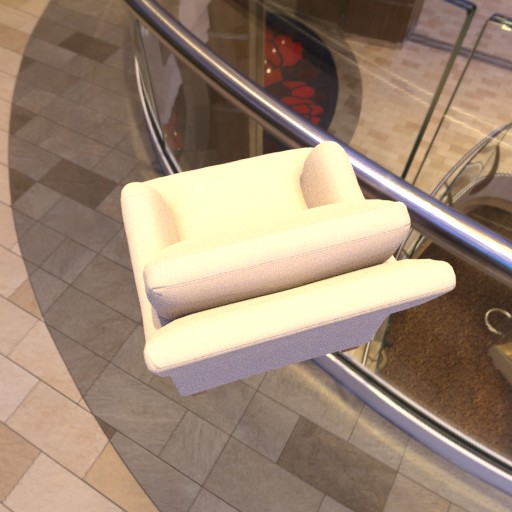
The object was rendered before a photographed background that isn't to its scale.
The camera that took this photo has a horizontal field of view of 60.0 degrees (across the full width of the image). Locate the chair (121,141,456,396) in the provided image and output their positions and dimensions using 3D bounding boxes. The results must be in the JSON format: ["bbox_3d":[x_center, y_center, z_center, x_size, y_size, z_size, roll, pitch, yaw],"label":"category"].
[{"bbox_3d":[0.000,0.000,1.824,0.955,1.038,1.070,-14,59,-9],"label":"chair"}]
